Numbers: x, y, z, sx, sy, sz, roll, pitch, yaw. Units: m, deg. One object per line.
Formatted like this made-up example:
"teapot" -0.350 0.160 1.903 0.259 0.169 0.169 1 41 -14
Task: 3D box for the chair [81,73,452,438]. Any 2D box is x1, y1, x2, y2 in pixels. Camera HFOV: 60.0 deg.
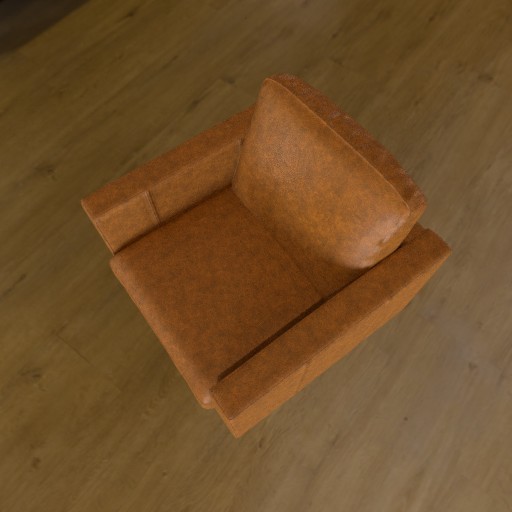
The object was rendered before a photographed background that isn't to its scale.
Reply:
"chair" 0.000 0.000 1.631 0.909 0.956 0.890 -33 68 -16
